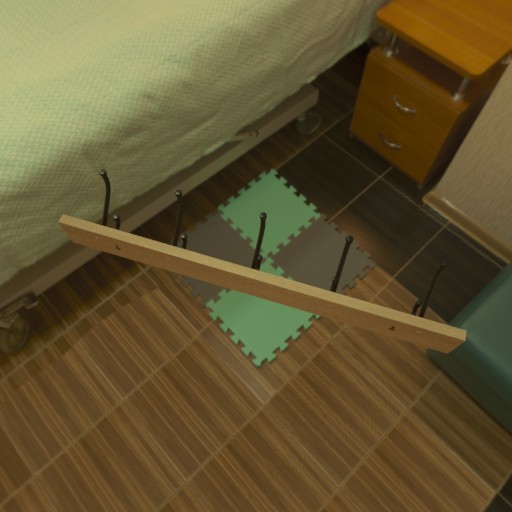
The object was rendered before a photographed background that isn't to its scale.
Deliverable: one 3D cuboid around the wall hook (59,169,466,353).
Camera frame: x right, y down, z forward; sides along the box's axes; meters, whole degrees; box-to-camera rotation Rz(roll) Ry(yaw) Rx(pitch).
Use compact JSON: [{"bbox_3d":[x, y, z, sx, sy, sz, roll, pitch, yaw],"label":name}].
[{"bbox_3d":[0.000,0.000,0.611,0.571,0.117,0.071,16,63,8],"label":"wall hook"}]
